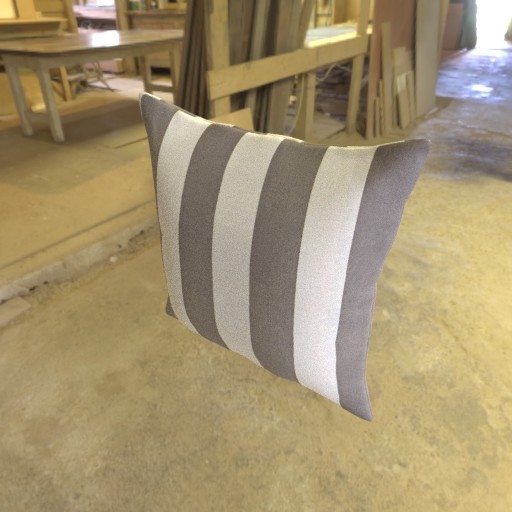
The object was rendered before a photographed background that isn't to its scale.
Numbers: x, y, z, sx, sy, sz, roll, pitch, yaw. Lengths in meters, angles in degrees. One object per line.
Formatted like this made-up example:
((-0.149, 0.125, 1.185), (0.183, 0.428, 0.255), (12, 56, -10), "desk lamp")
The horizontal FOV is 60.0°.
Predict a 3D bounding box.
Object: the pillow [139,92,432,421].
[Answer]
((0.000, 0.000, 0.791), (0.522, 0.507, 0.192), (21, 37, 31), "pillow")
